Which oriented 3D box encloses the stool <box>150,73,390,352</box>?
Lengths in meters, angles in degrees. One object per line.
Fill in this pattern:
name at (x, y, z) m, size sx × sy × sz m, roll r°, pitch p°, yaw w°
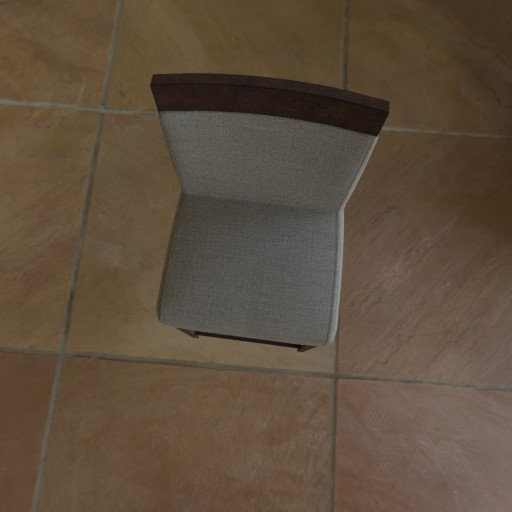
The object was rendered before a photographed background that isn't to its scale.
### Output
stool at (0.000, 0.000, 1.422) m, size 0.511 × 1.117 × 0.531 m, roll 7°, pitch 76°, yaw 2°
